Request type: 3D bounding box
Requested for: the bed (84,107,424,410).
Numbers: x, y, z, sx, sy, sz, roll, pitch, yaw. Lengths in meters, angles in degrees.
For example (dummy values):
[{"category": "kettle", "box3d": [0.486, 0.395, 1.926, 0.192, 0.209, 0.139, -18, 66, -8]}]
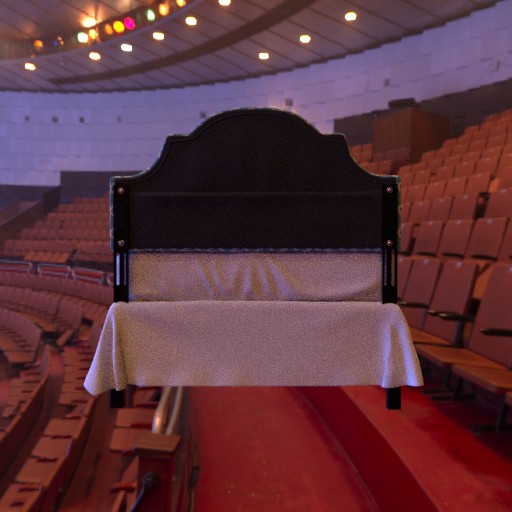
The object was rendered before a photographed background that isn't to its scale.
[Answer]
[{"category": "bed", "box3d": [0.000, 0.000, 3.362, 1.780, 1.633, 2.222, 0, 1, 1]}]
